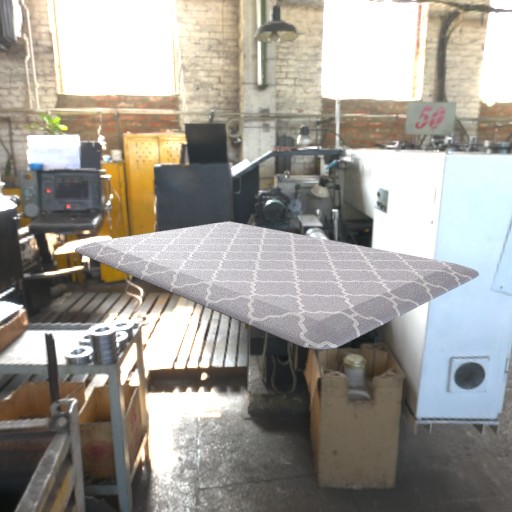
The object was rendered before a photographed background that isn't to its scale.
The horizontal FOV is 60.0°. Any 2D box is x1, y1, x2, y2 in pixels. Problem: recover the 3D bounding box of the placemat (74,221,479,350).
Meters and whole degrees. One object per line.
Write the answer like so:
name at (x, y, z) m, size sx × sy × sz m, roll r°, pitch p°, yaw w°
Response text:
placemat at (0.000, 0.000, 0.958) m, size 0.508 × 0.021 × 0.762 m, roll -13°, pitch 19°, yaw -42°
